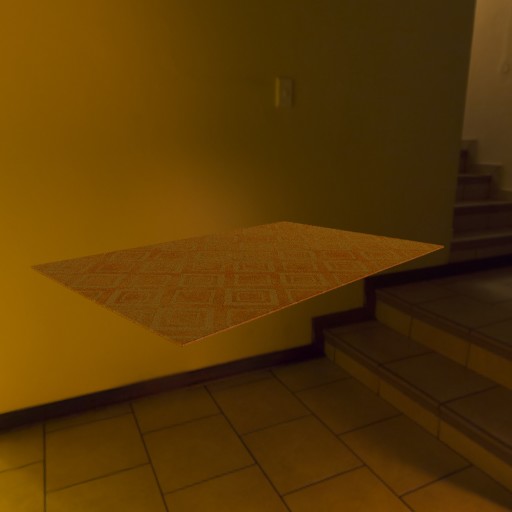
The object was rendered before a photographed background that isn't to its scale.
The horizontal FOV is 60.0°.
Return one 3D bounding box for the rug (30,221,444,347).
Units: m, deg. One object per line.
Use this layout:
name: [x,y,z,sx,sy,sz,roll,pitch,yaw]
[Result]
rug: [0.000,0.000,2.305,1.213,0.010,1.829,13,19,43]
